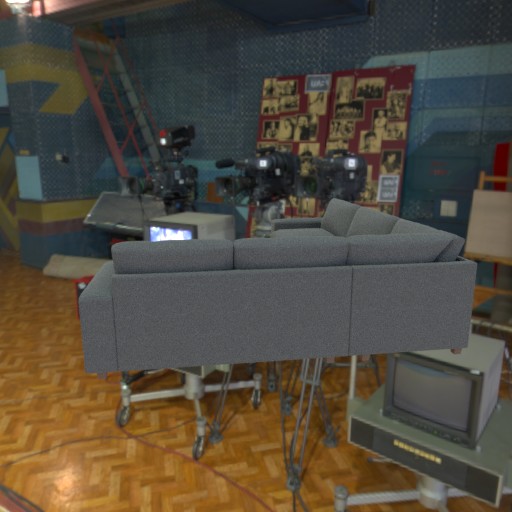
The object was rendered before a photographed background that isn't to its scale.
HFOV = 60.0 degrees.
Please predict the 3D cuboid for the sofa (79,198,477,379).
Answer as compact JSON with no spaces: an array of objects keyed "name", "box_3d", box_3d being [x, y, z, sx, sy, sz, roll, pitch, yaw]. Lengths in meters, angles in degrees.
[{"name":"sofa","box_3d":[0.000,0.000,4.771,2.895,0.965,3.277,-2,13,-8]}]
